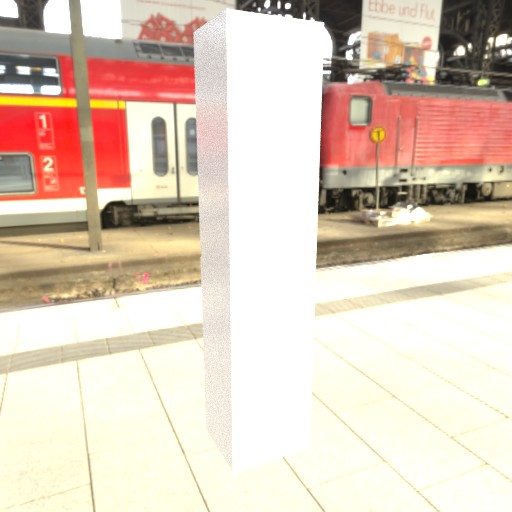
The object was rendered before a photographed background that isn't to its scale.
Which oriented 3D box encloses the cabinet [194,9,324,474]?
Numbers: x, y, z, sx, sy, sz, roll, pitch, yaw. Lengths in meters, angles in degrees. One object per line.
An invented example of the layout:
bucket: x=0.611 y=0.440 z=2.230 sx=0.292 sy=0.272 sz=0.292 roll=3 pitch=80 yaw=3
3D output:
cabinet: x=0.000 y=0.000 z=1.487 sx=0.300 sy=1.400 sz=0.269 roll=-7 pitch=15 yaw=-25
